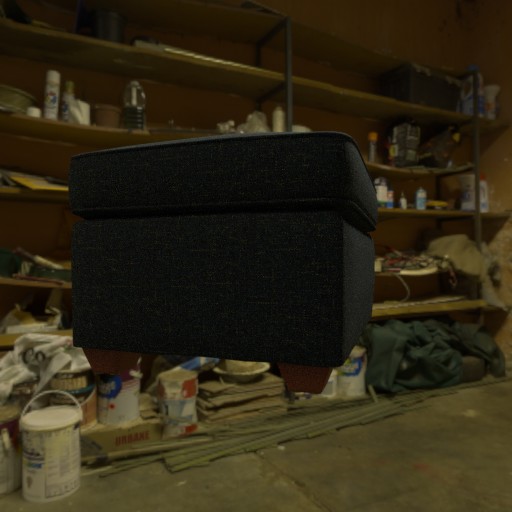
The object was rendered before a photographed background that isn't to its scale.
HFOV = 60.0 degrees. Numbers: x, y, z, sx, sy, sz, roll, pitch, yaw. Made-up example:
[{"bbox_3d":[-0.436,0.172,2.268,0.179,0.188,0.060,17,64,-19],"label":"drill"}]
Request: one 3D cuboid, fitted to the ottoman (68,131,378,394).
[{"bbox_3d":[0.000,0.000,1.085,0.549,0.450,0.749,0,-1,18],"label":"ottoman"}]
